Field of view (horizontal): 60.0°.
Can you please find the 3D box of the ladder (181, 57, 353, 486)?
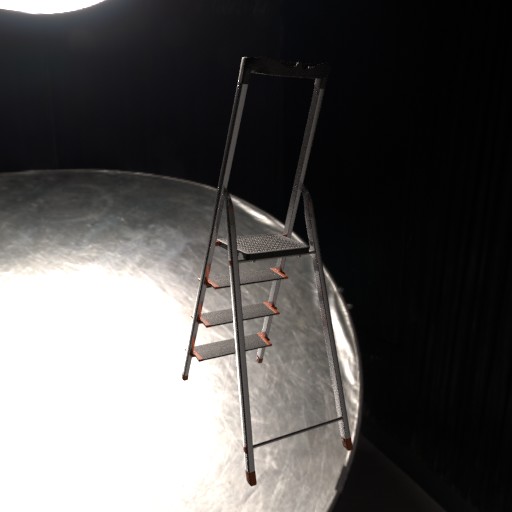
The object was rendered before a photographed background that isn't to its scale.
[{"bbox_3d":[0.000,0.000,1.833,0.452,1.429,0.834,-7,16,-25],"label":"ladder"}]
